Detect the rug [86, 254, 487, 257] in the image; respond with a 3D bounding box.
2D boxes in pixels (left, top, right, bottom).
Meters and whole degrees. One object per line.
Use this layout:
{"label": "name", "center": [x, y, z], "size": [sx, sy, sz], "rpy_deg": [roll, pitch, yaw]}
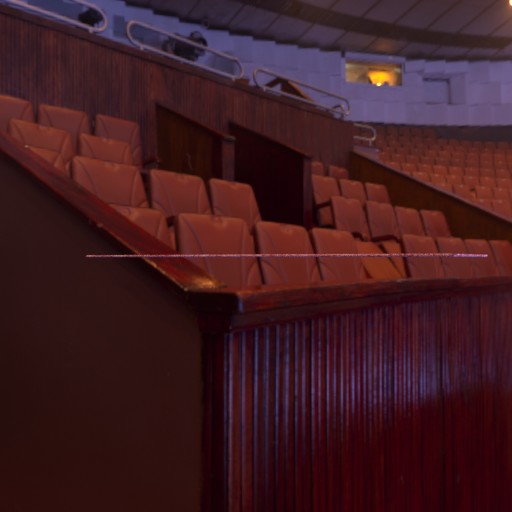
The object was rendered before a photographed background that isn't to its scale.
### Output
{"label": "rug", "center": [0.000, 0.000, 2.721], "size": [2.435, 0.011, 0.750], "rpy_deg": [0, 0, 36]}
